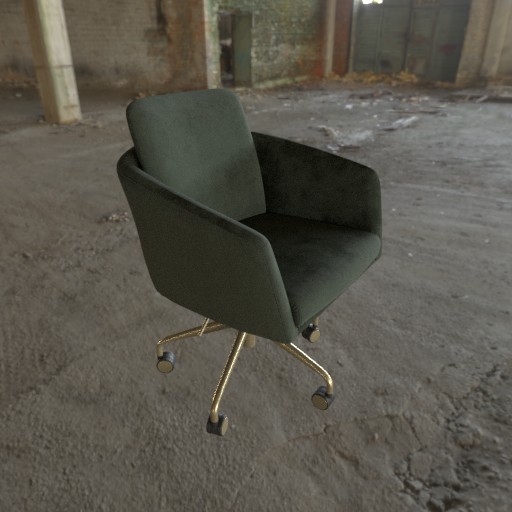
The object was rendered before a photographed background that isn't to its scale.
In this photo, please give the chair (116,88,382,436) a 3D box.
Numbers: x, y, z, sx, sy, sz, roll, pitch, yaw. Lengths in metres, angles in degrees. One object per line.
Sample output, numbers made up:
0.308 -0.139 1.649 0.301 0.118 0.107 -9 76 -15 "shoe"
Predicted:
0.000 0.000 1.352 0.635 0.908 0.641 18 31 32 "chair"
